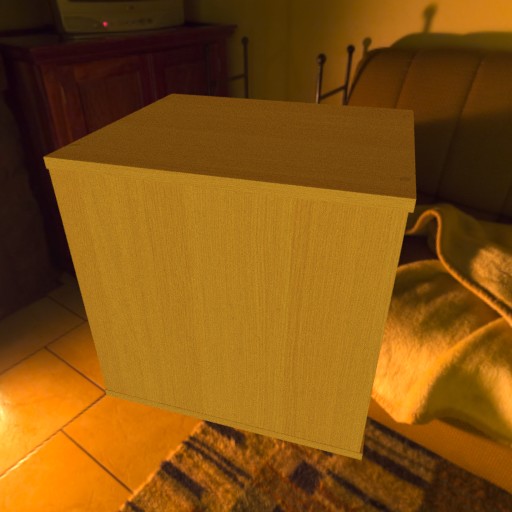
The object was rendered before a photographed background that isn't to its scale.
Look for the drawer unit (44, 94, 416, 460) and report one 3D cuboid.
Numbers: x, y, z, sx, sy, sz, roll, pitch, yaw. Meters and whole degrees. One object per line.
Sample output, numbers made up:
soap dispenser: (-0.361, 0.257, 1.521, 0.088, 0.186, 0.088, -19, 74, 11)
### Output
drawer unit: (0.000, 0.000, 0.601, 0.349, 0.344, 0.290, 9, 33, 14)
